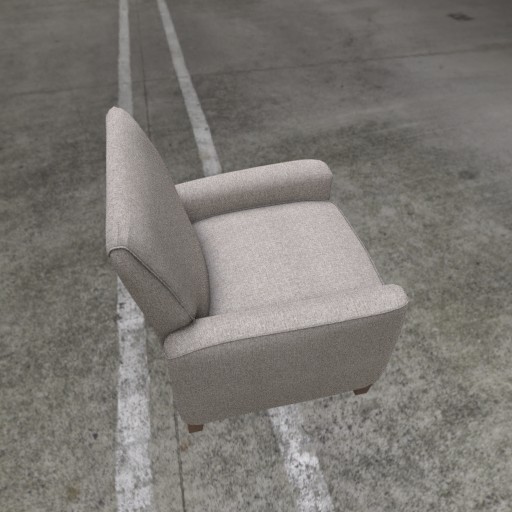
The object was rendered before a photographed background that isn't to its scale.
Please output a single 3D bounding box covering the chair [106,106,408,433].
[{"bbox_3d":[0.000,0.000,1.618,0.864,1.014,0.848,-10,46,-9],"label":"chair"}]
